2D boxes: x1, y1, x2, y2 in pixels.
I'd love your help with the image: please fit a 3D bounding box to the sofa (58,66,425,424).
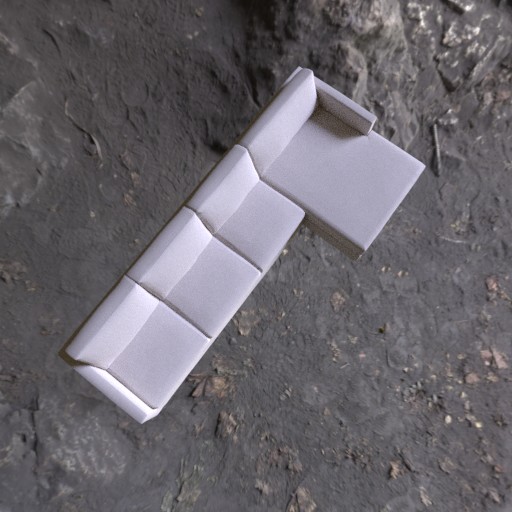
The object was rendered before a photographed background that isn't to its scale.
[{"bbox_3d":[0.000,0.000,4.156,1.599,0.954,3.471,36,79,8],"label":"sofa"}]
